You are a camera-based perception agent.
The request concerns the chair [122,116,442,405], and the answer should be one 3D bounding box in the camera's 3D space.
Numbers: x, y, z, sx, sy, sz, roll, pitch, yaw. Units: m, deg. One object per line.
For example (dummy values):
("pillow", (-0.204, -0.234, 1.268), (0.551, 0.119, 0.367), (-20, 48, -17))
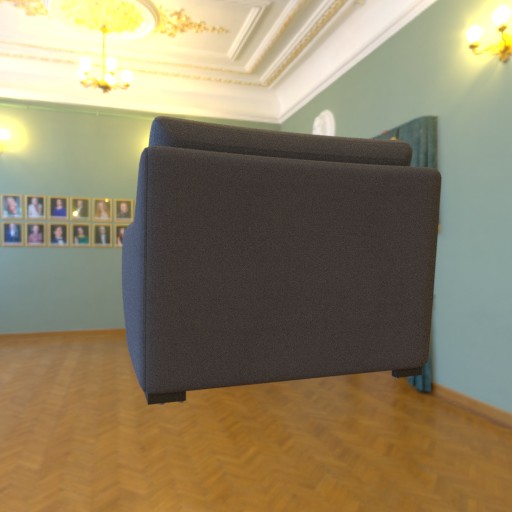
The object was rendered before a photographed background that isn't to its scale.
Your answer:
("chair", (0.000, 0.000, 2.007), (1.168, 0.940, 1.143), (0, 0, -19))
